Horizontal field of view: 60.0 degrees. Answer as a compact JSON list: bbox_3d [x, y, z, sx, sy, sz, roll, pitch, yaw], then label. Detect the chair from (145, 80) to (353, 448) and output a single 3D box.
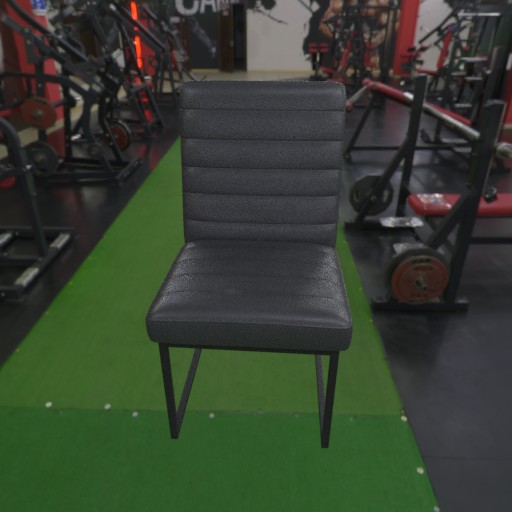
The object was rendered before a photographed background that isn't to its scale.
[{"bbox_3d":[0.000,0.000,1.340,0.520,0.930,0.634,2,29,4],"label":"chair"}]
